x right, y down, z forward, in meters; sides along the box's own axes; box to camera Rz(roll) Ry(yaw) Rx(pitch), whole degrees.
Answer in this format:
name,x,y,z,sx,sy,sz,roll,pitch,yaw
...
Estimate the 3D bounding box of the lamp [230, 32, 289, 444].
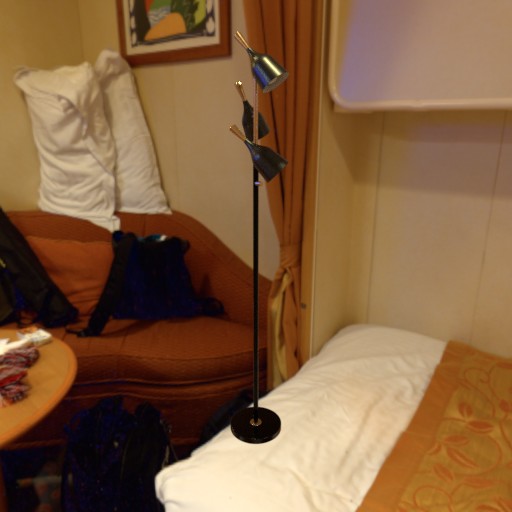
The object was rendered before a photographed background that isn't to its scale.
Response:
name,x,y,z,sx,sy,sz,roll,pitch,yaw
lamp,0.000,0.000,1.951,0.253,1.778,0.434,-3,17,-10
